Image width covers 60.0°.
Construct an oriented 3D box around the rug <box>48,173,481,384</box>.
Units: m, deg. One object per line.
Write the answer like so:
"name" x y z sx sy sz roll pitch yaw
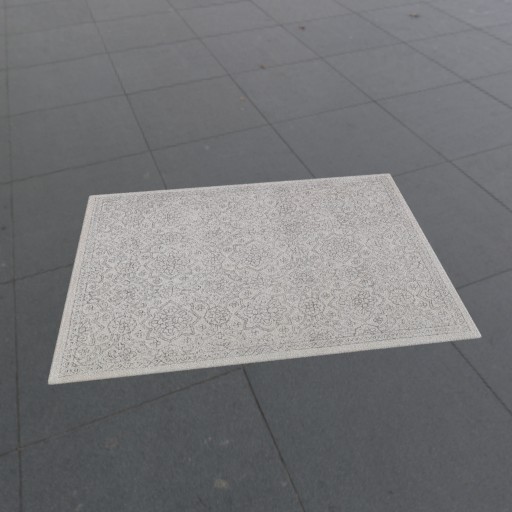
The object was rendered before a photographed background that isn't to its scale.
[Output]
"rug" 0.000 0.000 2.834 2.286 0.011 1.524 -5 46 -5
